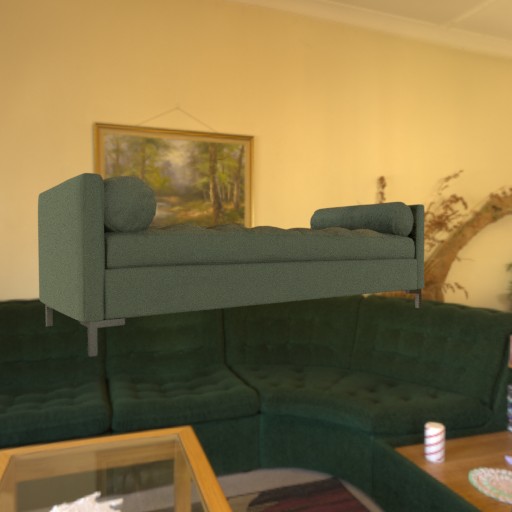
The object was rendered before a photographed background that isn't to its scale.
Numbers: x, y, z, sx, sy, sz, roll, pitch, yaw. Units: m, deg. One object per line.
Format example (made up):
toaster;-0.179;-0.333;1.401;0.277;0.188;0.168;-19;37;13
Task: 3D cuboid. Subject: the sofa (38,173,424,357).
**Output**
sofa;0.000;0.000;2.496;2.130;0.681;0.817;-1;2;-36
